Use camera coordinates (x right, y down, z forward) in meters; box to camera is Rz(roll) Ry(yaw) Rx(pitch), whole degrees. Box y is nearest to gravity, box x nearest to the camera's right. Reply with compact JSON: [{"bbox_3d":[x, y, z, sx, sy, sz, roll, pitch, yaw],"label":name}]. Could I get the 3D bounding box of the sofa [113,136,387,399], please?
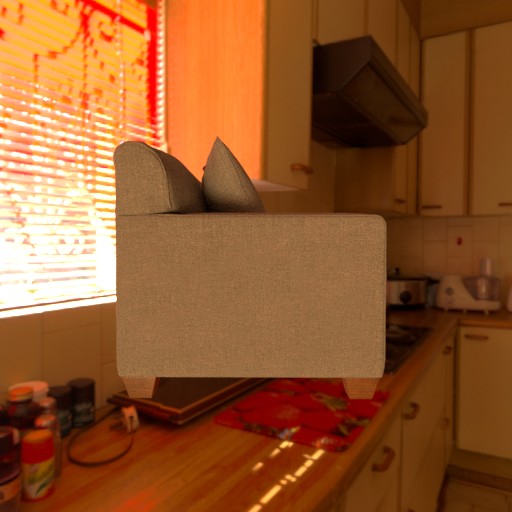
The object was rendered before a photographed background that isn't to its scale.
[{"bbox_3d":[0.000,0.000,2.454,1.000,0.958,1.846,0,2,1],"label":"sofa"}]
